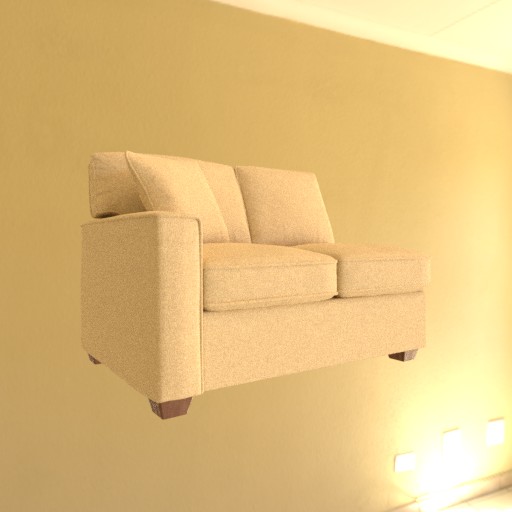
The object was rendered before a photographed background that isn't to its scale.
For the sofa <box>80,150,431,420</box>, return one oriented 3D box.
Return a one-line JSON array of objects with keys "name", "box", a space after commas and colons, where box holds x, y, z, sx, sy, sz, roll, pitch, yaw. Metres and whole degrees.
[{"name": "sofa", "box": [0.000, 0.000, 2.096, 1.388, 0.989, 0.991, -1, 2, -35]}]
